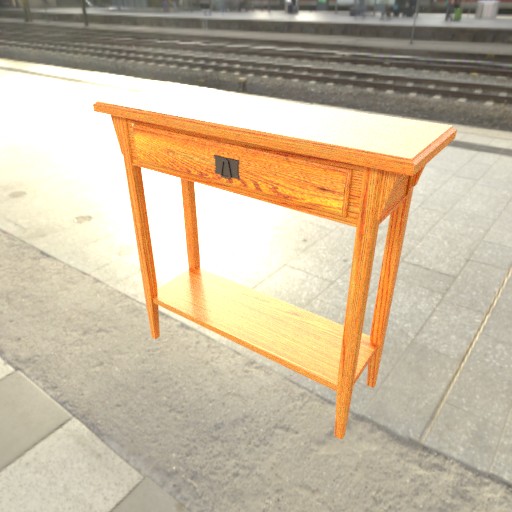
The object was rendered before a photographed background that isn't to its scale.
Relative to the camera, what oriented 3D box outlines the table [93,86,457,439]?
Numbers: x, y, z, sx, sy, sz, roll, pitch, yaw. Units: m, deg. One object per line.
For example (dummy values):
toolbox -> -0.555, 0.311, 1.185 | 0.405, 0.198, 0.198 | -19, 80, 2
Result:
table -> 0.000, 0.000, 1.124 | 0.762, 0.711, 0.254 | 19, 36, 29
